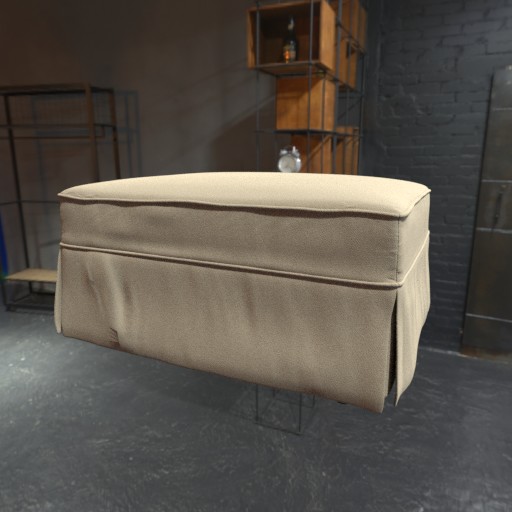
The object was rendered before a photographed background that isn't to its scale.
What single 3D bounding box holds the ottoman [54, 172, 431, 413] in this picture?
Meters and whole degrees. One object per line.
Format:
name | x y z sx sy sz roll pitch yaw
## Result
ottoman | 0.000 0.000 1.315 0.959 0.482 0.721 6 15 25
